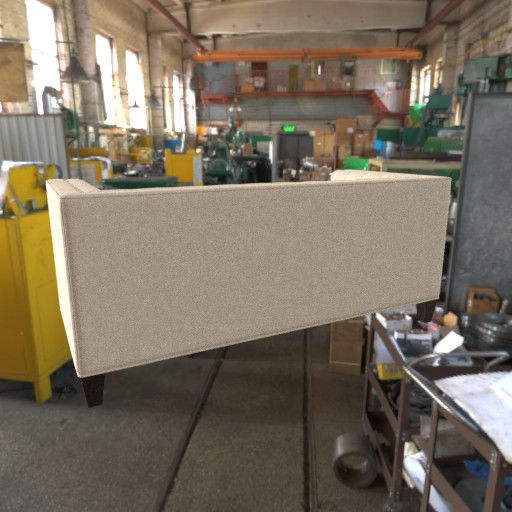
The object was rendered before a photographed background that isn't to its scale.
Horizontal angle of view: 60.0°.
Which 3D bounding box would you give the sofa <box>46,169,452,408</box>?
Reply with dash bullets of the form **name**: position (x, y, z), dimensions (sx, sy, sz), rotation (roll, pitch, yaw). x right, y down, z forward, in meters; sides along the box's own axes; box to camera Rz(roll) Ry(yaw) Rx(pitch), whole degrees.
- **sofa**: position (0.000, 0.000, 2.190), dimensions (1.778, 0.762, 0.775), rotation (-7, 16, -27)
